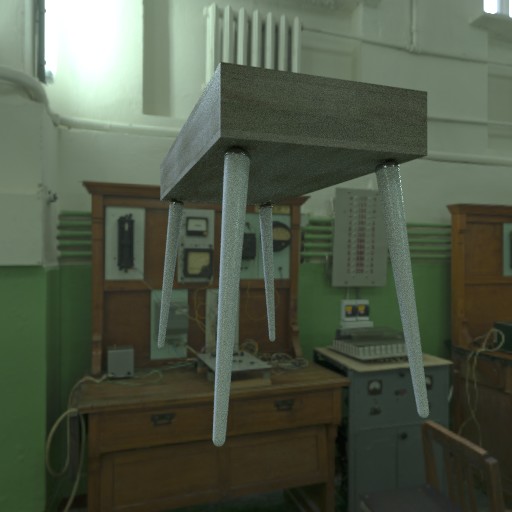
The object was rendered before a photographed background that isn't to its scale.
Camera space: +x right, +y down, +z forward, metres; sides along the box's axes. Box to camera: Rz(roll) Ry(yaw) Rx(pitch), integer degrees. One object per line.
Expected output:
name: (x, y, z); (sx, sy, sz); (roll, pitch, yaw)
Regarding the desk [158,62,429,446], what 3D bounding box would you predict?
desk: (0.000, 0.000, 1.367); (0.491, 0.723, 0.979); (0, 0, -19)
